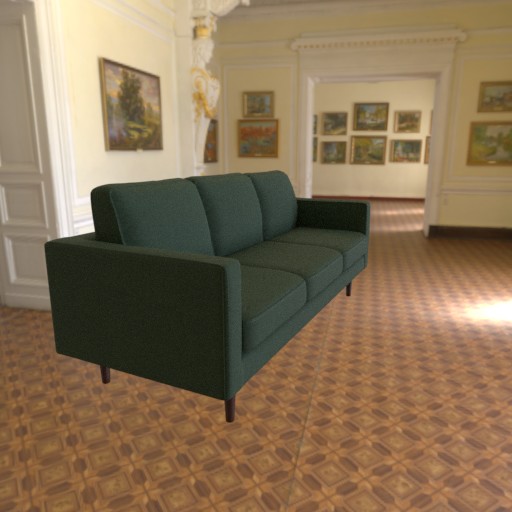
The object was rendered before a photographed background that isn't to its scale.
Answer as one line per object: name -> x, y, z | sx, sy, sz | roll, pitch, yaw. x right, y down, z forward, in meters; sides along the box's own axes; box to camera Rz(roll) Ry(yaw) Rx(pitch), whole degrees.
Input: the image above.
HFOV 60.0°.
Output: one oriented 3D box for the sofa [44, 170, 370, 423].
sofa -> 0.000, 0.000, 2.506 | 0.879, 0.899, 2.029 | 7, 15, 26
